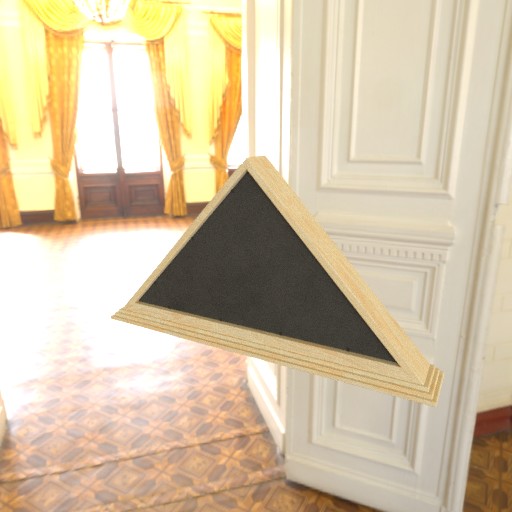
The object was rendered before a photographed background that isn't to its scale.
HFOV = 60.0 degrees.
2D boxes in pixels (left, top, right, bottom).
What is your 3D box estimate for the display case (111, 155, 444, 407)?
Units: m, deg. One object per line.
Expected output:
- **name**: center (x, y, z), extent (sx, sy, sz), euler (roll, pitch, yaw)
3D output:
- **display case**: center (0.000, 0.000, 0.775), extent (0.640, 0.340, 0.095), euler (9, 19, 27)
